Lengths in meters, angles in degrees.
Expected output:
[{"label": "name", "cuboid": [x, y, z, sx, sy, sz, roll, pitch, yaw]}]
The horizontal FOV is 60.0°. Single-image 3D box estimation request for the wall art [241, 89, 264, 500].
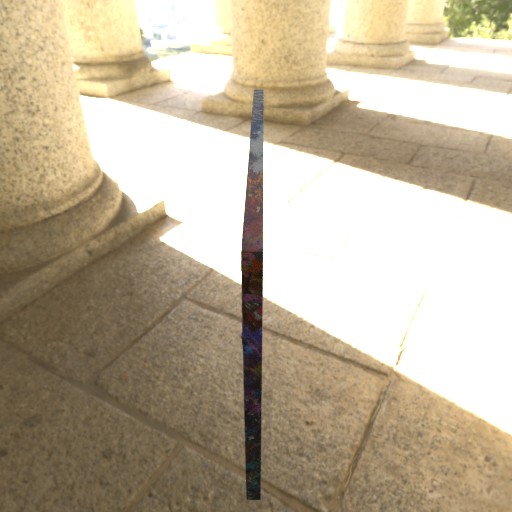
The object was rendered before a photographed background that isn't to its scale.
[{"label": "wall art", "cuboid": [0.000, 0.000, 1.408, 0.042, 0.760, 1.136, 0, 33, 1]}]
